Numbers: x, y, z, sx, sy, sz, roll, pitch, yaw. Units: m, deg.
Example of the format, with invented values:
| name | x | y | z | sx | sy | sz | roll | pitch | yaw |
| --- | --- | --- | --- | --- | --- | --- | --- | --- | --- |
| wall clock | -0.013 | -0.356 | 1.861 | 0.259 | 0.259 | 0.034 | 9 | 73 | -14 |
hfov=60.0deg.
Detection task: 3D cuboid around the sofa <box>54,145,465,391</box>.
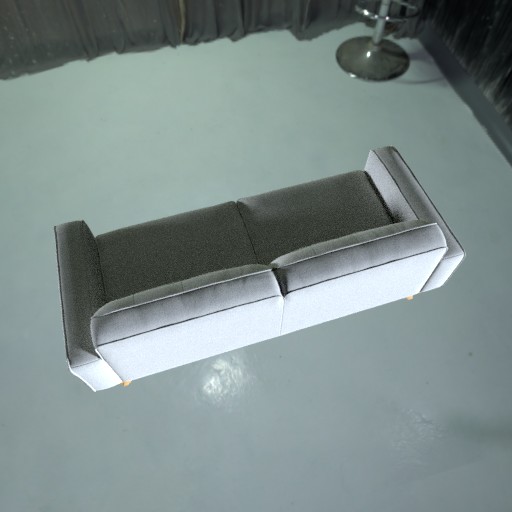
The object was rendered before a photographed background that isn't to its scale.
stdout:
| name | x | y | z | sx | sy | sz | roll | pitch | yaw |
| --- | --- | --- | --- | --- | --- | --- | --- | --- | --- |
| sofa | 0.000 | 0.000 | 2.732 | 2.270 | 0.781 | 0.956 | -15 | 59 | -9 |
